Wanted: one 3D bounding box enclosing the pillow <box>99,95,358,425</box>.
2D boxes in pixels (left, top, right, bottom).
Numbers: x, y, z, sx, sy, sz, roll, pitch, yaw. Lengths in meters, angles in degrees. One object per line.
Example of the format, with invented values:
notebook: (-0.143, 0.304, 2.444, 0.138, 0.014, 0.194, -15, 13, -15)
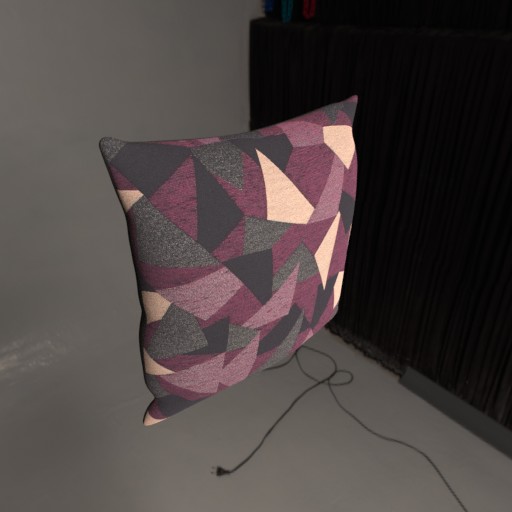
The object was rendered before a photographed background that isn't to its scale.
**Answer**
pillow: (0.000, 0.000, 0.780, 0.503, 0.496, 0.208, -23, 37, -34)
